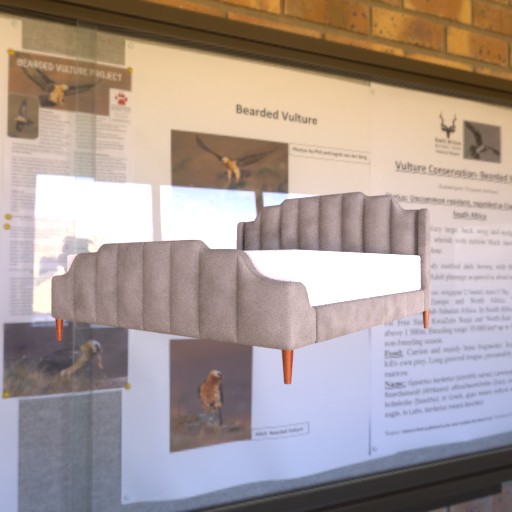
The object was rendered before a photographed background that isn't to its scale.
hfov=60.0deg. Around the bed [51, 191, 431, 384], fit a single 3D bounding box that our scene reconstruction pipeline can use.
[{"bbox_3d":[0.000,0.000,3.546,2.074,1.245,2.340,-1,-1,37],"label":"bed"}]
